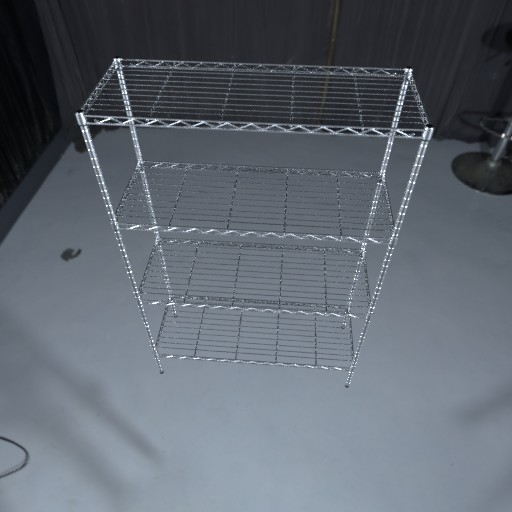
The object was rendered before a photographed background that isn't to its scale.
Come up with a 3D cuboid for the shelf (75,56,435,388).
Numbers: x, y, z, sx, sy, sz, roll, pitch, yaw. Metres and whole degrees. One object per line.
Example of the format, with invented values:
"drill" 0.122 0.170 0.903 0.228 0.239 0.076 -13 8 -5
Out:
"shelf" 0.000 0.000 1.720 0.907 1.360 0.352 3 47 3
